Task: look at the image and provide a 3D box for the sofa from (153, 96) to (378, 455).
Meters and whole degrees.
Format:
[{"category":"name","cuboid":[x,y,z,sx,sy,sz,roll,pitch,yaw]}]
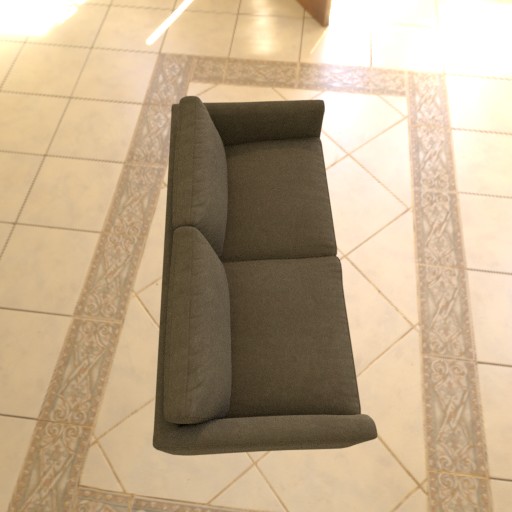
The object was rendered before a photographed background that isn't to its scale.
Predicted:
[{"category":"sofa","cuboid":[0.000,0.000,2.808,1.092,0.838,2.257,-2,63,-1]}]
